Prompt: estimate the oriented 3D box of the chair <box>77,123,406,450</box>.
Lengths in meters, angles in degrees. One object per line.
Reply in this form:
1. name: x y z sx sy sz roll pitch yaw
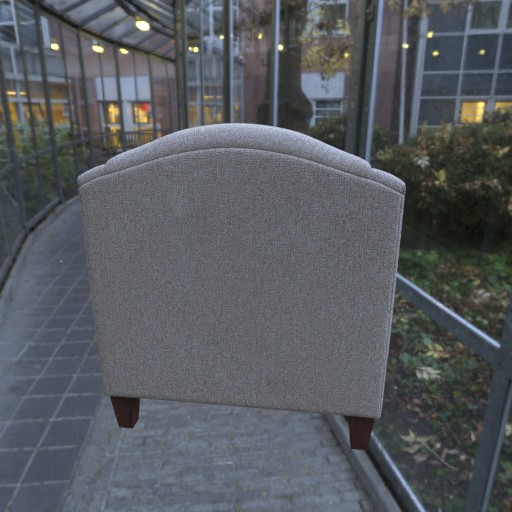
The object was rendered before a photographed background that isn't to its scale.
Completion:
1. chair: 0.000 0.000 1.442 0.763 0.839 0.787 2 18 7
